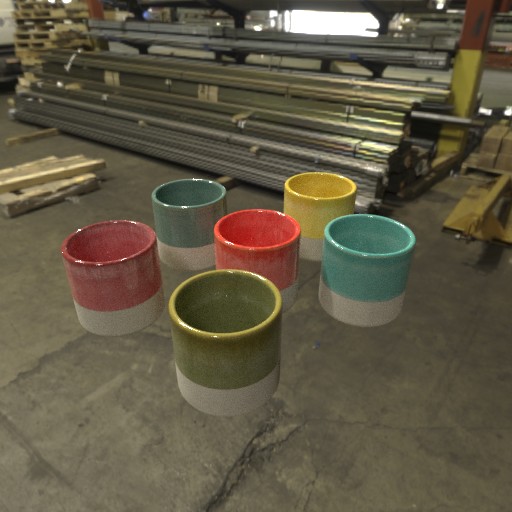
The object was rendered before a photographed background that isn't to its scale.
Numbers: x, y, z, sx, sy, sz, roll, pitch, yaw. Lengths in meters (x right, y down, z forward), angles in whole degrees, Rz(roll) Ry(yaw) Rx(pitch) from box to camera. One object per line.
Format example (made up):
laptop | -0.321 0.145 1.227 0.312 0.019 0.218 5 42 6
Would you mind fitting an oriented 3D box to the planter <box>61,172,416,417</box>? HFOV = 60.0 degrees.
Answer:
planter | 0.000 0.000 0.412 0.257 0.075 0.286 21 37 31
